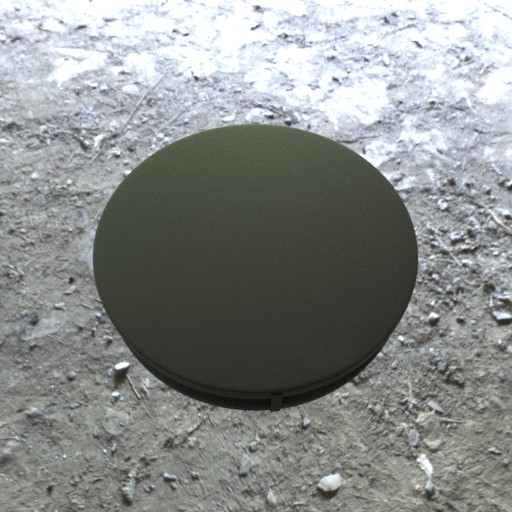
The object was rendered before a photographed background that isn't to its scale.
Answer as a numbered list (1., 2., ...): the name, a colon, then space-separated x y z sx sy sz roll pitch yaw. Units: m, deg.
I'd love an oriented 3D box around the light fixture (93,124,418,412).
1. light fixture: 0.000 0.000 0.532 0.356 0.102 0.356 0 57 0
